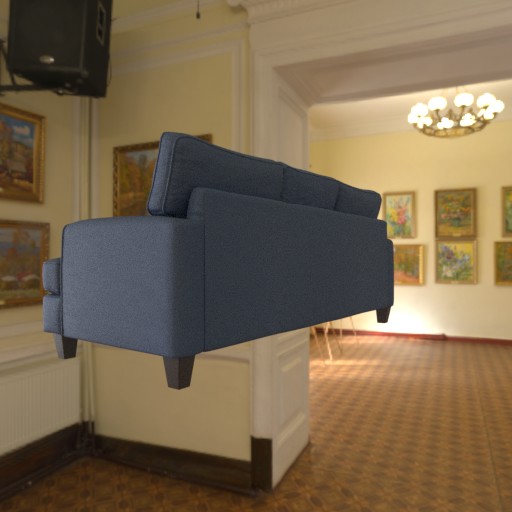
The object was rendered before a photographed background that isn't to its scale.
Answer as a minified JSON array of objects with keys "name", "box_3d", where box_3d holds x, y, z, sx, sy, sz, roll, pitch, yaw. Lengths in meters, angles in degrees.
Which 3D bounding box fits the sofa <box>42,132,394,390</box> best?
[{"name":"sofa","box_3d":[0.000,0.000,2.659,0.951,0.965,2.158,0,0,37]}]
